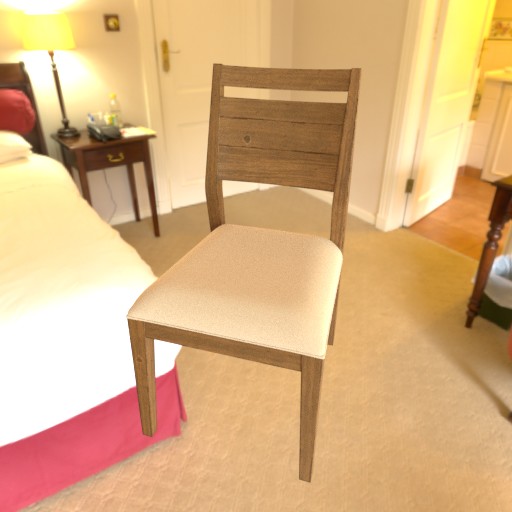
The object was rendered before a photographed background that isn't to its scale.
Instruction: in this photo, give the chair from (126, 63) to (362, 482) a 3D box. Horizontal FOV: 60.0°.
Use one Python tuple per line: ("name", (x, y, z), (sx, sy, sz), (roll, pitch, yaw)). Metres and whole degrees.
("chair", (0.000, 0.000, 1.243), (0.497, 0.939, 0.610), (9, 30, 16))
